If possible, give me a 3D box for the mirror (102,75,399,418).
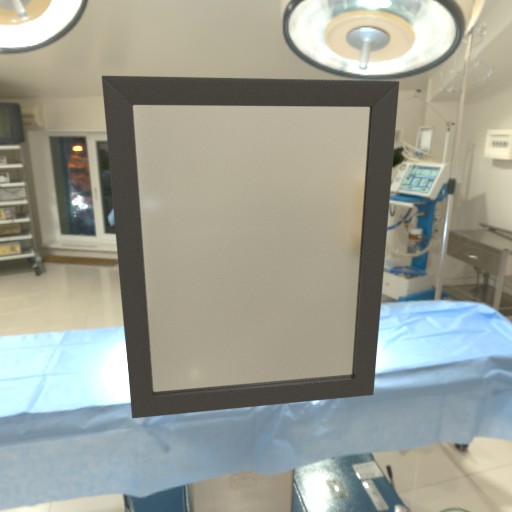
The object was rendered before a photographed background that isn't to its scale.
[{"bbox_3d":[0.000,0.000,0.685,0.405,0.508,0.041,-3,16,-9],"label":"mirror"}]
